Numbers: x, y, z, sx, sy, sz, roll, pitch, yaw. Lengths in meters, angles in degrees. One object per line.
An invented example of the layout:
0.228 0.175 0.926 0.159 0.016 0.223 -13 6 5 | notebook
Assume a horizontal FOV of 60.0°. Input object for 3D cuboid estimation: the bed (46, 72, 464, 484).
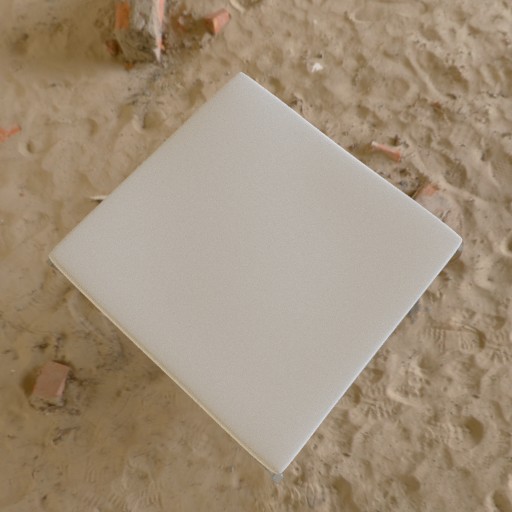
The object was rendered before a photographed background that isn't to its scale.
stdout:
0.000 0.000 3.081 2.108 0.510 2.007 40 78 11 | bed
